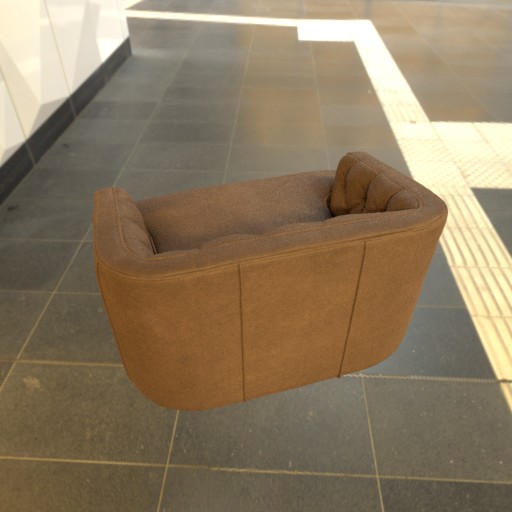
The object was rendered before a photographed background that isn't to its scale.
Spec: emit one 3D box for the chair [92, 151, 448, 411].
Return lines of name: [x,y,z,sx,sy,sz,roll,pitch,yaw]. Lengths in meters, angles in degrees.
chair: [0.000,0.000,1.720,1.118,0.787,0.914,-11,42,-13]
